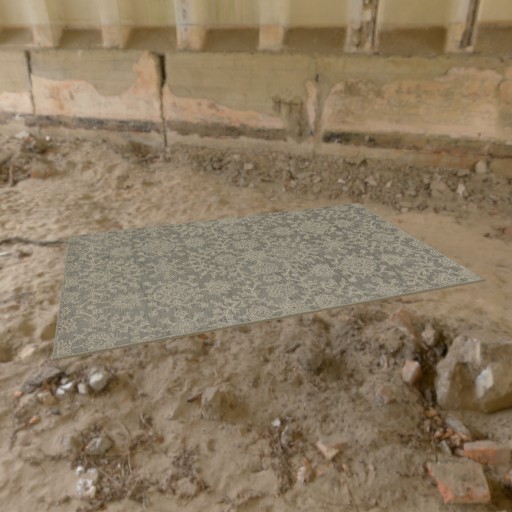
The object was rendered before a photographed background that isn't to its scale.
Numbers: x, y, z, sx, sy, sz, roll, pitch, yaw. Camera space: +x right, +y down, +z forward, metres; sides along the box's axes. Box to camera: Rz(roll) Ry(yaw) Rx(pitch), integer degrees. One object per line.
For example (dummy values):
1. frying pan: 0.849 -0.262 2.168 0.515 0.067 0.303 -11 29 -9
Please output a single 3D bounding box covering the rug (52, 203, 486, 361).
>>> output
1. rug: 0.000 0.000 2.985 2.430 0.010 1.515 -8 27 -16
